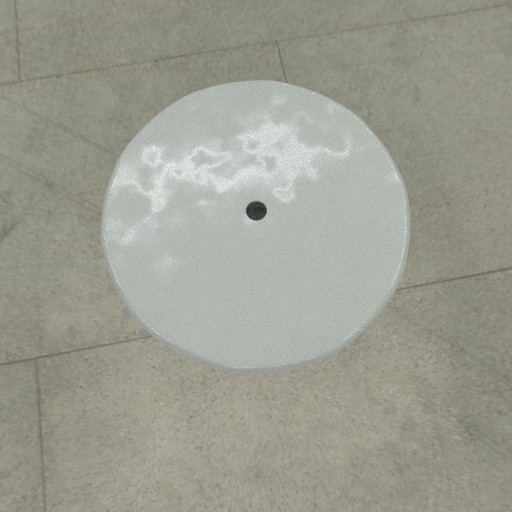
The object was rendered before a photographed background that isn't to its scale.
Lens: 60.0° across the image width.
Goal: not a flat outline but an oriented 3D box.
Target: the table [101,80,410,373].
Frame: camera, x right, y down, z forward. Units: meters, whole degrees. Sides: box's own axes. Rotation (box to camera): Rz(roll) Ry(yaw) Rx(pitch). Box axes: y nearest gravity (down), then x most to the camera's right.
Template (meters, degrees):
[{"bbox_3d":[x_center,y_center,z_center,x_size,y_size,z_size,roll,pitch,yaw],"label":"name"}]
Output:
[{"bbox_3d":[0.000,0.000,0.678,0.352,0.387,0.352,0,75,0],"label":"table"}]
